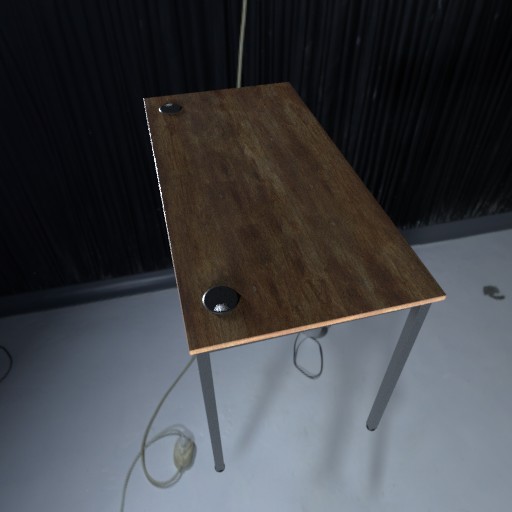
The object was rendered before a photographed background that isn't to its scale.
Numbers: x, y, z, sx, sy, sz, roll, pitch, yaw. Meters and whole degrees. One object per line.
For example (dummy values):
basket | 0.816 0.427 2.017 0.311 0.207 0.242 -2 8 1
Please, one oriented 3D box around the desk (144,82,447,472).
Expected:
desk | 0.000 0.000 1.646 0.600 0.749 1.200 -10 46 -10
